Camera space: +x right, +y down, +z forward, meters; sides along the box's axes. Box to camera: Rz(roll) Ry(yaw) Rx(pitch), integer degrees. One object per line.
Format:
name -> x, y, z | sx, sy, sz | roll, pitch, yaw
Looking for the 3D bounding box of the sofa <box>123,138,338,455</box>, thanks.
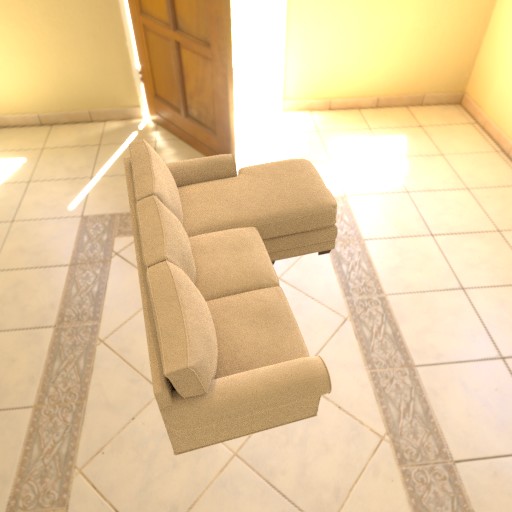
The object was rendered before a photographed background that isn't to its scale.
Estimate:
sofa -> 0.000, 0.000, 2.437 | 1.226, 0.734, 1.770 | -11, 47, -11
